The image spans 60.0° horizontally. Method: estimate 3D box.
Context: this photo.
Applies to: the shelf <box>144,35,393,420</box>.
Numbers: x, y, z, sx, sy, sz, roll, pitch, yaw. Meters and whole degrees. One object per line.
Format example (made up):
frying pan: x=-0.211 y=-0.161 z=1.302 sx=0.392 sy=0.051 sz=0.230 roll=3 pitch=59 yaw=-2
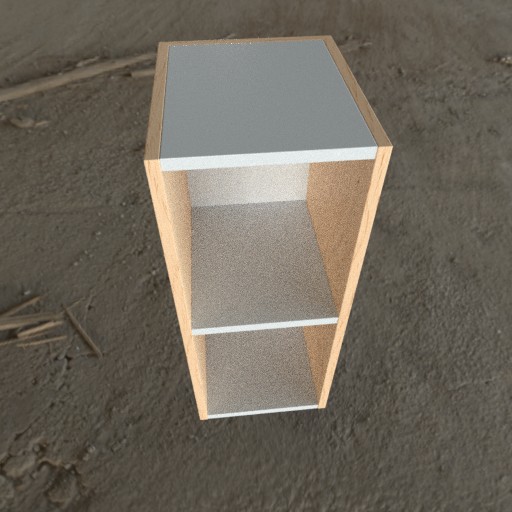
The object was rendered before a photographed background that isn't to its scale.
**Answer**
shelf: x=0.000 y=0.000 z=0.753 sx=0.250 sy=0.600 sz=0.290 roll=-4 pitch=47 yaw=-4
